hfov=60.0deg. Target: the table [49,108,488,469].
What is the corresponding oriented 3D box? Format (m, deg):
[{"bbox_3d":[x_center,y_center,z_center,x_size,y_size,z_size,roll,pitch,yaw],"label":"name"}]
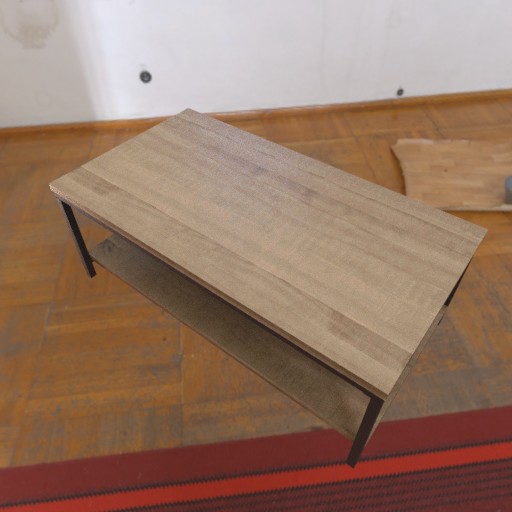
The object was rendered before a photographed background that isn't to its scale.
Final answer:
[{"bbox_3d":[0.000,0.000,1.343,1.062,0.393,0.574,29,52,25],"label":"table"}]
